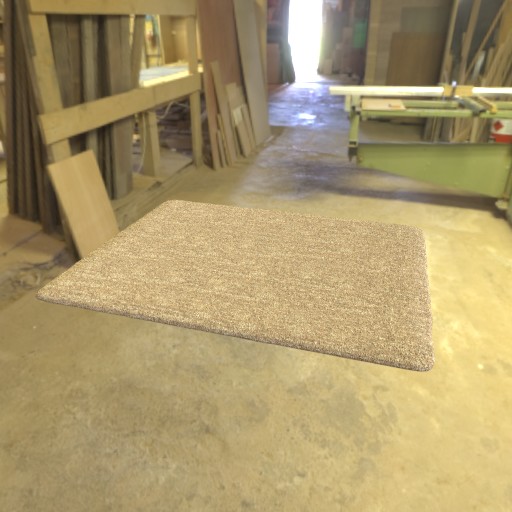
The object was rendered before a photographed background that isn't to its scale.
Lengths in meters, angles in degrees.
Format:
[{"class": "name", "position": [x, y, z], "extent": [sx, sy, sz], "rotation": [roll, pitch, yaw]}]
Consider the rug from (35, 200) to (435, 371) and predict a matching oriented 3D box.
[{"class": "rug", "position": [0.000, 0.000, 3.875], "extent": [2.873, 0.050, 2.242], "rotation": [8, 28, 15]}]
